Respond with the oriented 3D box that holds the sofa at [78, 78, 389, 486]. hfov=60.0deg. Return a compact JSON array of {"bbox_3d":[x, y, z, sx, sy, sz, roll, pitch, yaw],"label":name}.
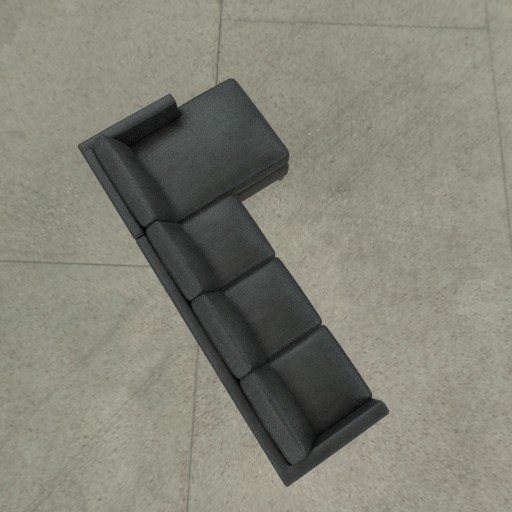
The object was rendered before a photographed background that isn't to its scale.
[{"bbox_3d":[0.000,0.000,3.856,1.581,0.883,3.203,-32,78,-8],"label":"sofa"}]
